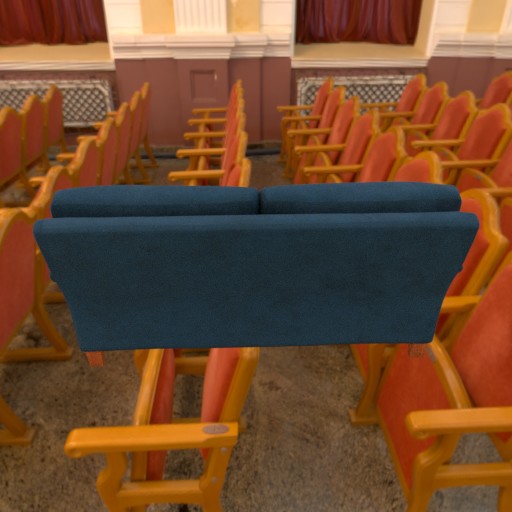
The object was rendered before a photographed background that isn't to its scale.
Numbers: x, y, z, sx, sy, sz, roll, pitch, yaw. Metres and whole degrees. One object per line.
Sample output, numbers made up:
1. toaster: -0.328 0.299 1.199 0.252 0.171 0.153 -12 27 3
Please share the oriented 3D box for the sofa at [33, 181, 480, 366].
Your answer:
1. sofa: 0.000 0.000 2.692 2.141 1.101 1.084 -1 29 -2
